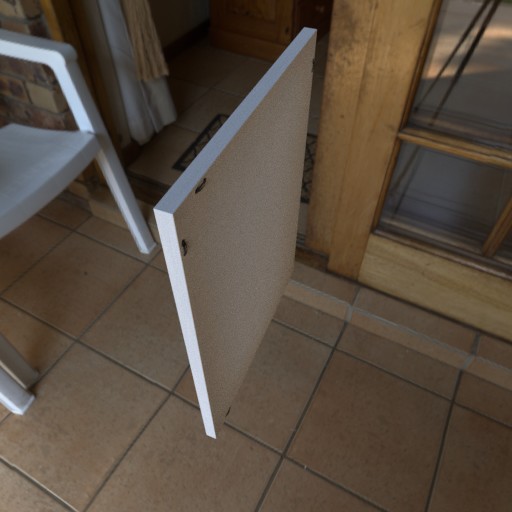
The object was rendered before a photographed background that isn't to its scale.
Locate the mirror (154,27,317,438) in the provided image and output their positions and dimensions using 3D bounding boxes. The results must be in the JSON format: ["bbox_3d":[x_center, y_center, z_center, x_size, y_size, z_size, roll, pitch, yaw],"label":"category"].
[{"bbox_3d":[0.000,0.000,1.317,0.040,1.016,0.762,17,51,15],"label":"mirror"}]
